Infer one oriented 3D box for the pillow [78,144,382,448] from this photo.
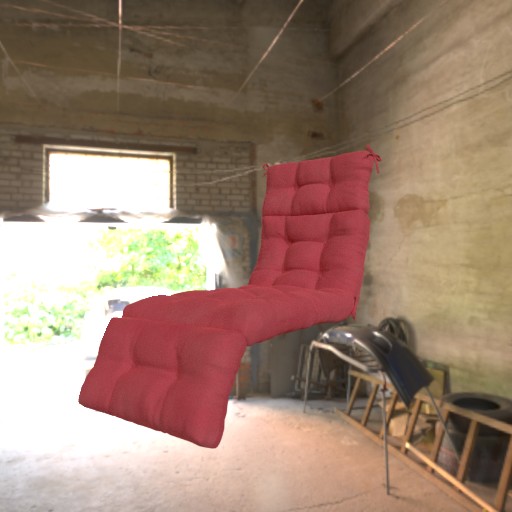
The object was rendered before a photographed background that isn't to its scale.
[{"bbox_3d":[0.000,0.000,1.478,0.526,0.863,1.016,-1,-1,36],"label":"pillow"}]
